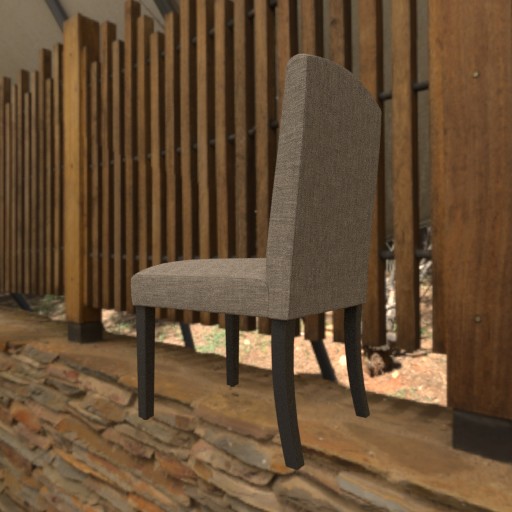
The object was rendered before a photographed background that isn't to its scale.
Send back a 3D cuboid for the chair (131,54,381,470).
[{"bbox_3d":[0.000,0.000,1.262,0.580,0.917,0.451,0,0,36],"label":"chair"}]
